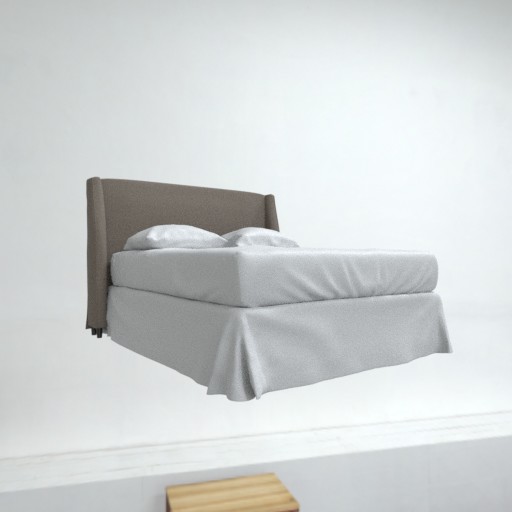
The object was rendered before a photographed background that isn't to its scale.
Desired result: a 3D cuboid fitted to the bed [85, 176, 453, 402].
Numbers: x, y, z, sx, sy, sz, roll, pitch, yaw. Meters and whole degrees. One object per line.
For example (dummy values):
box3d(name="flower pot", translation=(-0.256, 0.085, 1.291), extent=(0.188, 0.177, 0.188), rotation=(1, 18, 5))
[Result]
box3d(name="bed", translation=(0.000, 0.000, 3.362), extent=(1.925, 1.332, 2.276), rotation=(0, 0, -36))
